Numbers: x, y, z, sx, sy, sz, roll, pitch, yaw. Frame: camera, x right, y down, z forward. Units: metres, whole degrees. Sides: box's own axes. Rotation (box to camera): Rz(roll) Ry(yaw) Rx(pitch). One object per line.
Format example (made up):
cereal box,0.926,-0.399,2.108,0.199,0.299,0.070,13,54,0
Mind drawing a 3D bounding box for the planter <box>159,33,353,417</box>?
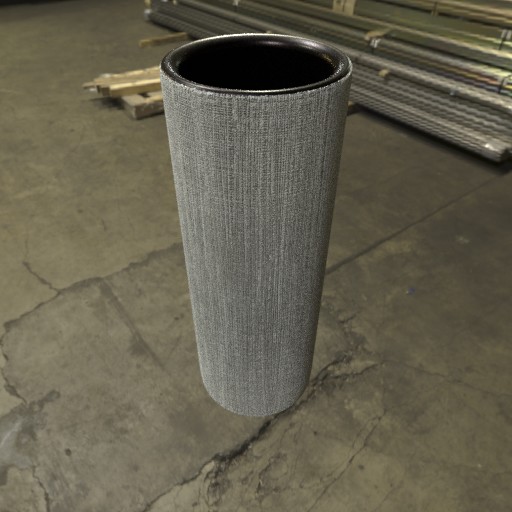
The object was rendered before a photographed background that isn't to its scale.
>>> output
planter,0.000,0.000,0.318,0.100,0.270,0.100,-26,47,-27
